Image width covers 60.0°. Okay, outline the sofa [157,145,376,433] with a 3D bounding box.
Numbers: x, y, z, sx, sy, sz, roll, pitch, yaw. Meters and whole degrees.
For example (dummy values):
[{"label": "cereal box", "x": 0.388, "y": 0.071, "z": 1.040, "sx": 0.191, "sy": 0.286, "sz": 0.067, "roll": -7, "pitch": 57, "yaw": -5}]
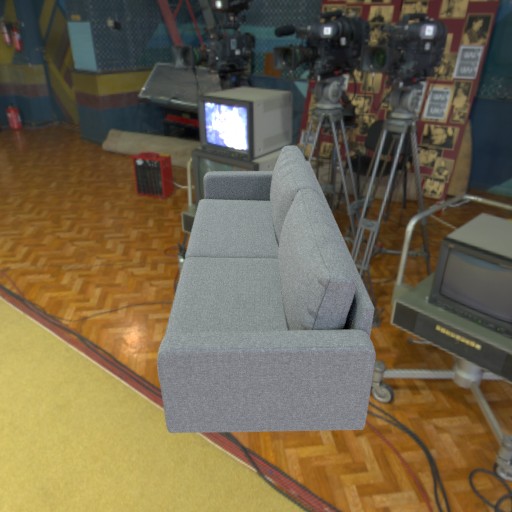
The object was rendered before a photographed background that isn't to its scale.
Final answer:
[{"label": "sofa", "x": 0.000, "y": 0.000, "z": 2.714, "sx": 0.880, "sy": 0.880, "sz": 2.200, "roll": -1, "pitch": 28, "yaw": -1}]
